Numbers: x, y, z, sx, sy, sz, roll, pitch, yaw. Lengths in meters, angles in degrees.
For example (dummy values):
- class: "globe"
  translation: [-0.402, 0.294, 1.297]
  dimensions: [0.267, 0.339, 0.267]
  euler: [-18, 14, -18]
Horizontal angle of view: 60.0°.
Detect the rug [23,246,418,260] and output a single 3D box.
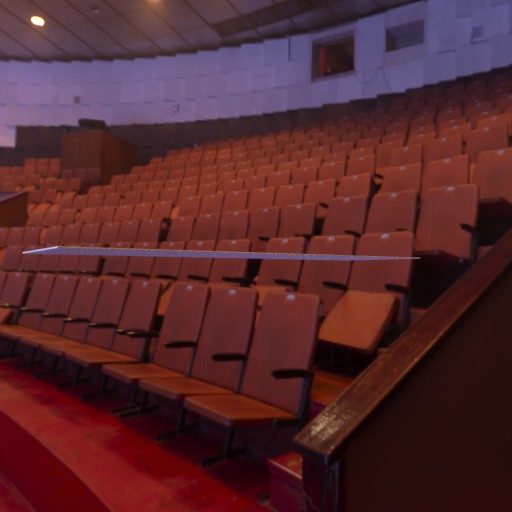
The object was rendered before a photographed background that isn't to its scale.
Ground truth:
- class: "rug"
  translation: [0.000, 0.000, 2.701]
  dimensions: [2.437, 0.006, 0.686]
  euler: [1, -2, -38]
